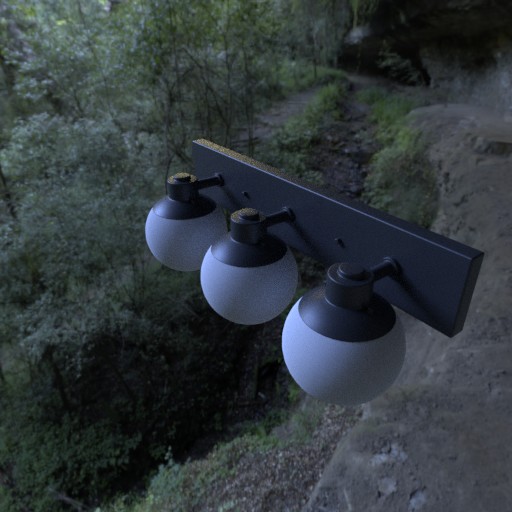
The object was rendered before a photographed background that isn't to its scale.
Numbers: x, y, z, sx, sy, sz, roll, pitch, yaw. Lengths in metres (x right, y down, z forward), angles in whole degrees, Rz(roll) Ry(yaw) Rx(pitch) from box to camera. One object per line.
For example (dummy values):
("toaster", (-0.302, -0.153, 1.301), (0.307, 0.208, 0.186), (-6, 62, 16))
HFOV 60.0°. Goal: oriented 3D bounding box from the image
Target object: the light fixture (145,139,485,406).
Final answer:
("light fixture", (0.000, 0.000, 0.844), (0.218, 0.263, 0.721), (-20, 35, -32))
